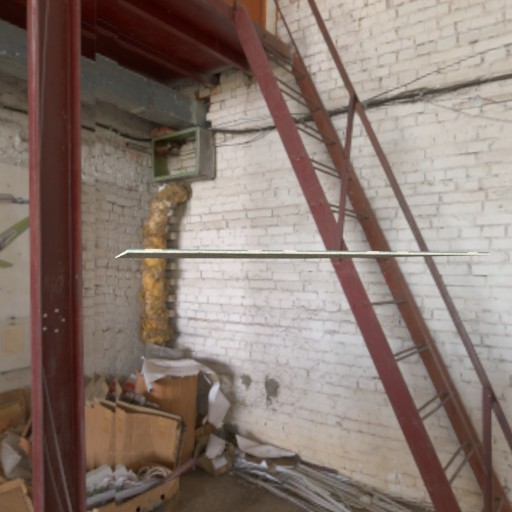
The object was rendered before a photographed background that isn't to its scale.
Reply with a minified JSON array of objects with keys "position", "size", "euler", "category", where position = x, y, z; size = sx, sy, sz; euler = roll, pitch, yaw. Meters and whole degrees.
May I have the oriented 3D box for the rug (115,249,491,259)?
[{"position":[0.000,0.000,4.167],"size":[2.466,0.021,3.049],"euler":[0,-1,-19],"category":"rug"}]
